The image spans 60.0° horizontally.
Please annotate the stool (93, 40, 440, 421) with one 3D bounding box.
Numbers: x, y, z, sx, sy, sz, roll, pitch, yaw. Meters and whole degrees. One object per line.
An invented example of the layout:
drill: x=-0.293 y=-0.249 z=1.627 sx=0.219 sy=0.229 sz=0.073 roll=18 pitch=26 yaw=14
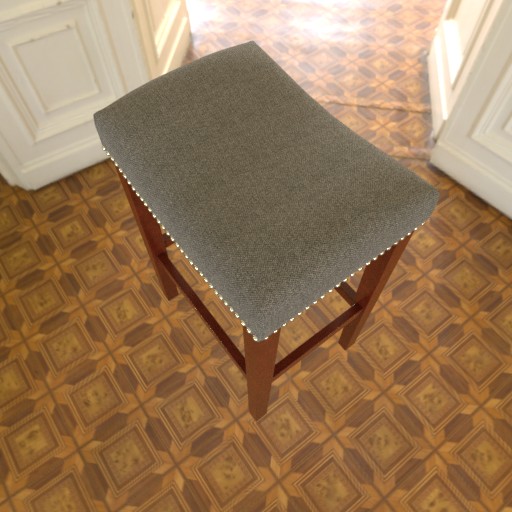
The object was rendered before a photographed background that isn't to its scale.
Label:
stool: x=0.000 y=0.000 z=1.031 sx=0.372 sy=0.742 sz=0.504 roll=-33 pitch=65 yaw=-18
